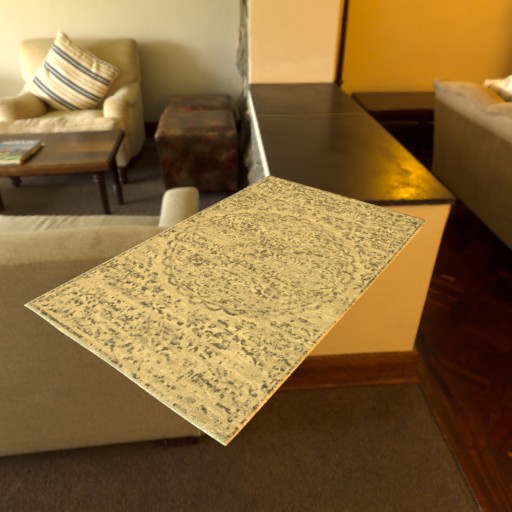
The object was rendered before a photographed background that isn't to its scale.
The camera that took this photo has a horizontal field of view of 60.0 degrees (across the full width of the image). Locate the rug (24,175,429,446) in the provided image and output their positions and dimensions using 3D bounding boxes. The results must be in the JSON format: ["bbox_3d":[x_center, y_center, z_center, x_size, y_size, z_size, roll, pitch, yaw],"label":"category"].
[{"bbox_3d":[0.000,0.000,3.007,1.527,0.021,2.447,22,39,30],"label":"rug"}]
